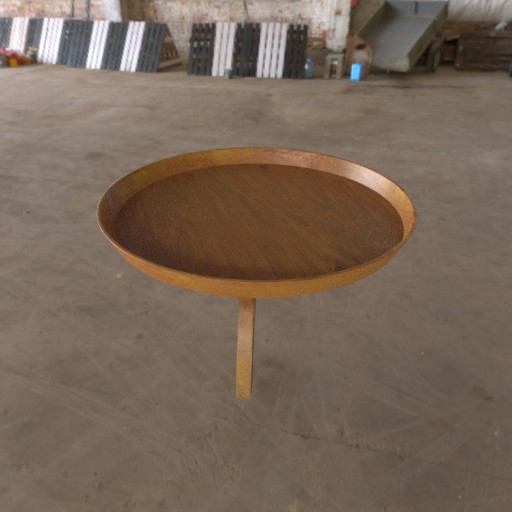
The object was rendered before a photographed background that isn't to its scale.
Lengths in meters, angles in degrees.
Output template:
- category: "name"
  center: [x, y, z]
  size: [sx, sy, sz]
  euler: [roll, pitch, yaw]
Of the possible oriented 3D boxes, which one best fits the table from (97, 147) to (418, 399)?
- category: "table"
  center: [0.000, 0.000, 1.577]
  size: [1.016, 0.470, 1.016]
  euler: [0, 32, 0]
